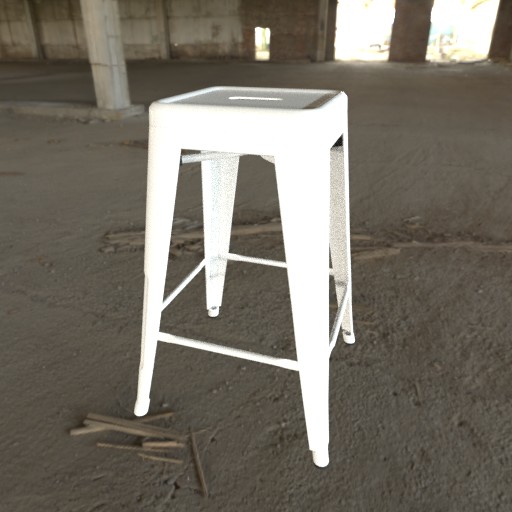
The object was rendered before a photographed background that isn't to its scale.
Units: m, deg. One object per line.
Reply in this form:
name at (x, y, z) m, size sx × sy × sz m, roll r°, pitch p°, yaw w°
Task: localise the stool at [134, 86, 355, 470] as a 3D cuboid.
stool at (0.000, 0.000, 0.890) m, size 0.406 × 0.610 × 0.406 m, roll 8°, pitch 28°, yaw 16°
